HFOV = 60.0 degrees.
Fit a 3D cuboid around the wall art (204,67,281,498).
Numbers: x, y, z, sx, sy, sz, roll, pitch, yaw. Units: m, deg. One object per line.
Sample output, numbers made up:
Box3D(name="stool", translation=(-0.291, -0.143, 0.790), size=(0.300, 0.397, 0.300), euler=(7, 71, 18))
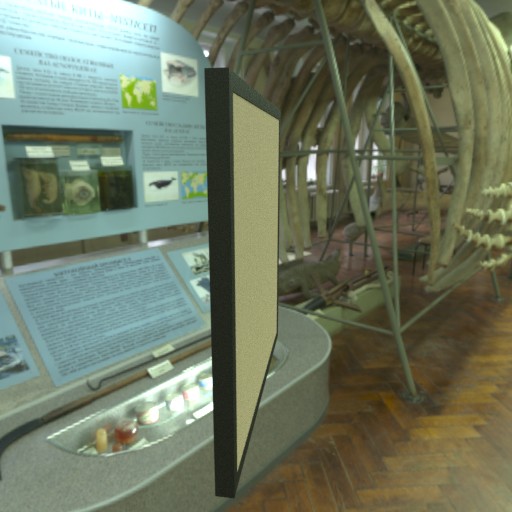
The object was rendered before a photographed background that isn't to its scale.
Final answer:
Box3D(name="wall art", translation=(0.000, 0.000, 0.448), size=(0.015, 0.304, 0.306), euler=(2, 14, 9))
